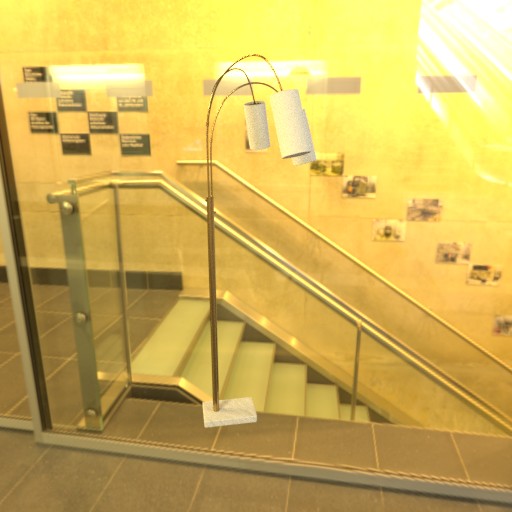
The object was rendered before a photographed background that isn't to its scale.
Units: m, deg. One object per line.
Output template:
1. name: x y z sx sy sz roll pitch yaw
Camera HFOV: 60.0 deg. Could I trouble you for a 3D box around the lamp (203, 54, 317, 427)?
1. lamp: 0.000 0.000 2.545 0.667 2.055 1.020 -3 16 -9
